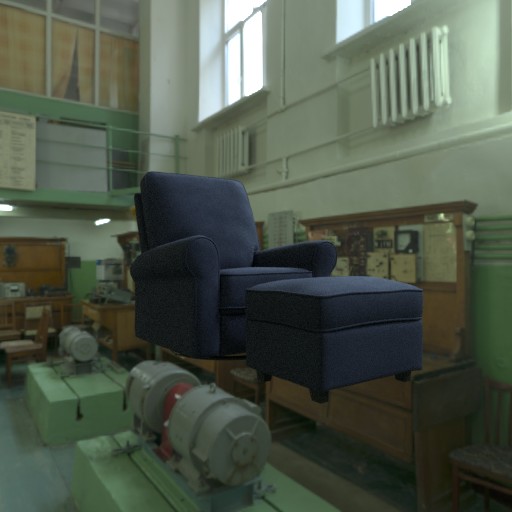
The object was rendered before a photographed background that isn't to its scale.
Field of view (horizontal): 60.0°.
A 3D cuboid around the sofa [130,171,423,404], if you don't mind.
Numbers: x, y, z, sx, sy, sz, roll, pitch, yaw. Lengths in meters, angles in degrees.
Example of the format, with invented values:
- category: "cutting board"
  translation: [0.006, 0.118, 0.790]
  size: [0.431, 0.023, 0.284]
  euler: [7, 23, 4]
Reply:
- category: "sofa"
  translation: [0.000, 0.000, 2.119]
  size: [0.880, 0.959, 1.478]
  euler: [0, -1, -35]
